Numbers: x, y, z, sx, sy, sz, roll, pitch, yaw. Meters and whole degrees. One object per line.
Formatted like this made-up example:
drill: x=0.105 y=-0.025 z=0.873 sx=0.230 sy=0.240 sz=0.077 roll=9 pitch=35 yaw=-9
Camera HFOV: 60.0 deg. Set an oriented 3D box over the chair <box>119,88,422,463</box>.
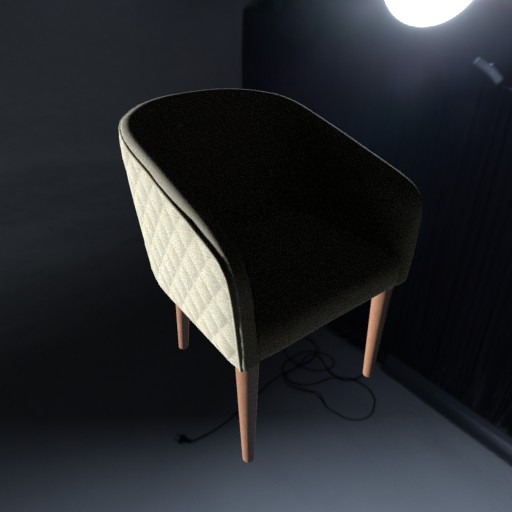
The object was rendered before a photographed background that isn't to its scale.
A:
chair: x=0.000 y=0.000 z=1.210 sx=0.584 sy=0.775 sz=0.616 roll=-22 pitch=37 yaw=-32
